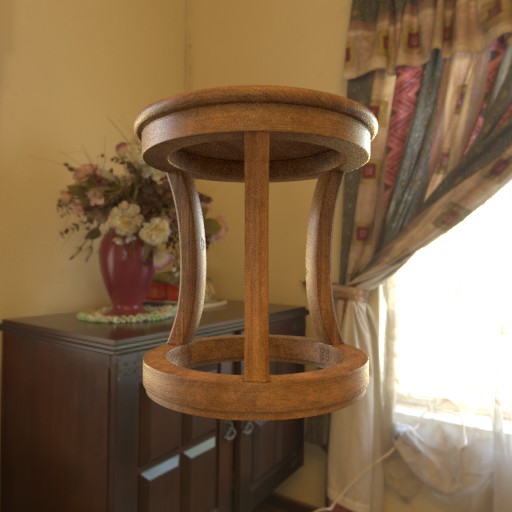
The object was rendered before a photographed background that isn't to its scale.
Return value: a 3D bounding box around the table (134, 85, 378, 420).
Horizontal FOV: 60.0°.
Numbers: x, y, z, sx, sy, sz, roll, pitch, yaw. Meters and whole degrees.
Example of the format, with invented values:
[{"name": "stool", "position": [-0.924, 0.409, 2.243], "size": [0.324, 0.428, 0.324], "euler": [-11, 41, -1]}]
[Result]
[{"name": "table", "position": [0.000, 0.000, 0.809], "size": [0.432, 0.460, 0.432], "euler": [0, -1, 0]}]
